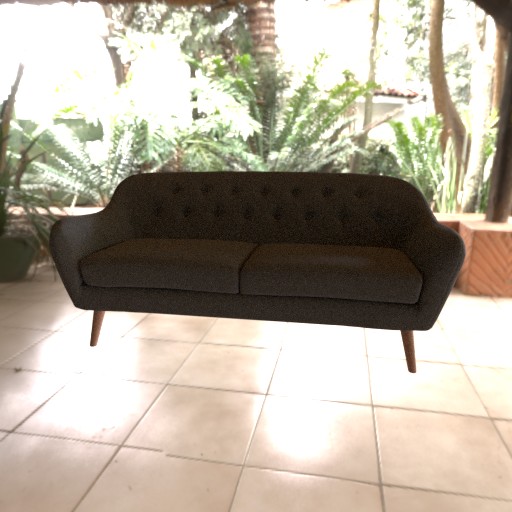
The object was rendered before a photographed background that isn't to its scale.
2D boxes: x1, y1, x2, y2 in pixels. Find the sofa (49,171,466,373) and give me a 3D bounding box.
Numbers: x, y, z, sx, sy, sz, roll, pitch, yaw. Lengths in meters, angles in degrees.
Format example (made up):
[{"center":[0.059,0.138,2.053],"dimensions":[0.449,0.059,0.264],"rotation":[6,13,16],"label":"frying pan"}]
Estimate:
[{"center":[0.000,0.000,2.279],"dimensions":[1.840,0.820,0.820],"rotation":[2,14,10],"label":"sofa"}]
